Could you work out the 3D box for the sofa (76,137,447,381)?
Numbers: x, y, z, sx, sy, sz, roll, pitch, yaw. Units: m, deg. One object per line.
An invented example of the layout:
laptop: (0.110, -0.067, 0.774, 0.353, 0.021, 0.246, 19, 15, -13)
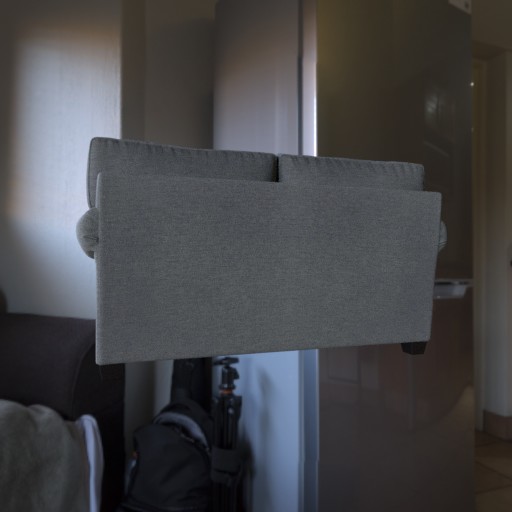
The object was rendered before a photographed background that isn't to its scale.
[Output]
sofa: (0.000, 0.000, 2.283, 1.701, 0.966, 0.966, 0, 0, -19)
